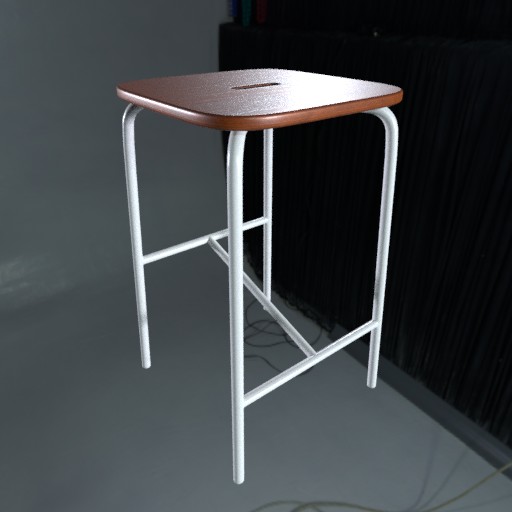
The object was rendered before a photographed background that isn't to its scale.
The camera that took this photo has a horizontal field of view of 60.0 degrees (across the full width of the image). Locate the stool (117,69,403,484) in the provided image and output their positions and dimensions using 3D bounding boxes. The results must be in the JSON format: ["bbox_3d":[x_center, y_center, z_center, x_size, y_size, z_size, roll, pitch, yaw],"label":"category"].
[{"bbox_3d":[0.000,0.000,0.842,0.376,0.610,0.376,-21,35,-33],"label":"stool"}]
